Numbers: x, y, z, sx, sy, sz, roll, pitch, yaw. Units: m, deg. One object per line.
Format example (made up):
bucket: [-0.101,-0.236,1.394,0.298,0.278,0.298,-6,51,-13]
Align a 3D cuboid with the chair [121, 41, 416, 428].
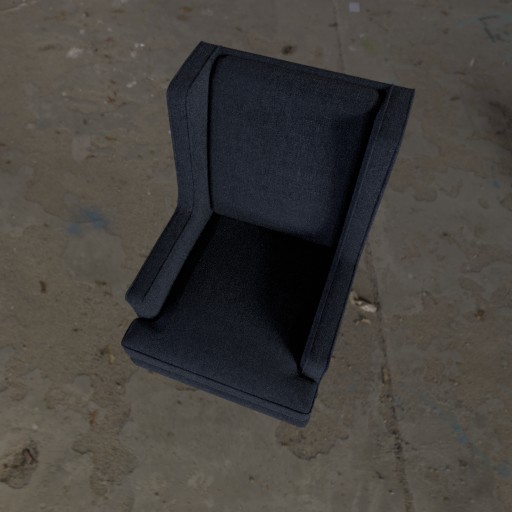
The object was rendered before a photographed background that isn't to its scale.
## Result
chair: [0.000,0.000,1.703,0.764,1.072,0.947,17,60,10]
